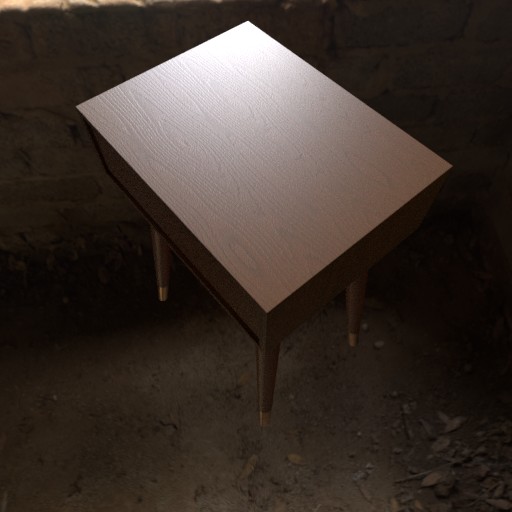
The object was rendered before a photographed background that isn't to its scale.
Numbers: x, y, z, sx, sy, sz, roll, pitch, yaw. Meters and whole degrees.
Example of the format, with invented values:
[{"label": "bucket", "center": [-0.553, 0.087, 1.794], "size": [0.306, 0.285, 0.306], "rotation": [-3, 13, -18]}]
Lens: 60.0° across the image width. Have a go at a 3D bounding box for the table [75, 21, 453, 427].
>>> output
[{"label": "table", "center": [0.000, 0.000, 0.812], "size": [0.300, 0.599, 0.406], "rotation": [-36, 66, -19]}]
